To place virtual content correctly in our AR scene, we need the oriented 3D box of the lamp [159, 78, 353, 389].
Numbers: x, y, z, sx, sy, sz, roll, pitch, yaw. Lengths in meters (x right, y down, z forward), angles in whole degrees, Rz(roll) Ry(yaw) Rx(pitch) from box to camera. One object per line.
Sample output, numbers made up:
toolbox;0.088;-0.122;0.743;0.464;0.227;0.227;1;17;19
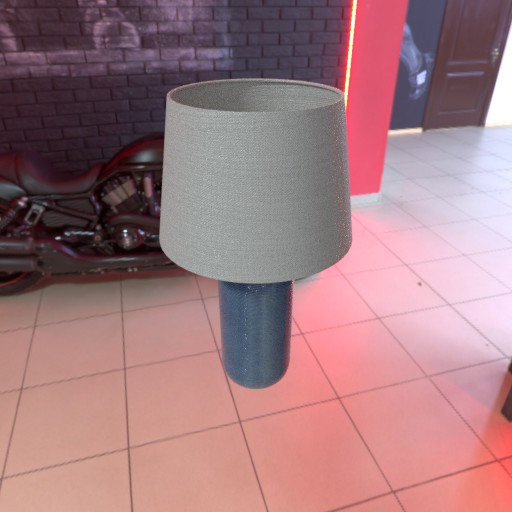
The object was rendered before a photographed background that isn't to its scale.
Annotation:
lamp;0.000;0.000;0.610;0.253;0.428;0.253;0;30;0
